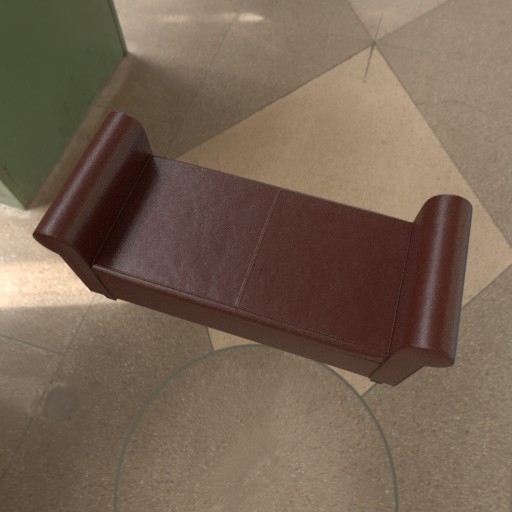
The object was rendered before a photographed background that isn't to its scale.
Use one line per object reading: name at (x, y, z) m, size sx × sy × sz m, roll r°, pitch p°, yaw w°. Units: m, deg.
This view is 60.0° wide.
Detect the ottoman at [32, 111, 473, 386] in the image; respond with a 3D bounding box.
ottoman at (0.000, 0.000, 1.550) m, size 1.256 × 0.547 × 0.521 m, roll 16°, pitch 64°, yaw 8°
